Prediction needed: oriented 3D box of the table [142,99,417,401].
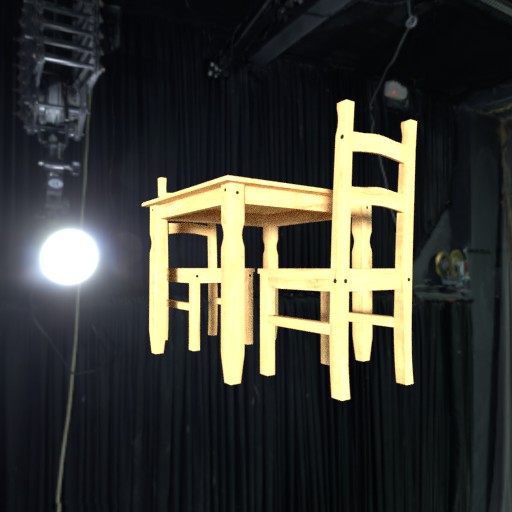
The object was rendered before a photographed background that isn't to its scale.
[{"bbox_3d":[0.000,0.000,2.092,0.813,0.942,1.501,1,-2,-35],"label":"table"}]
